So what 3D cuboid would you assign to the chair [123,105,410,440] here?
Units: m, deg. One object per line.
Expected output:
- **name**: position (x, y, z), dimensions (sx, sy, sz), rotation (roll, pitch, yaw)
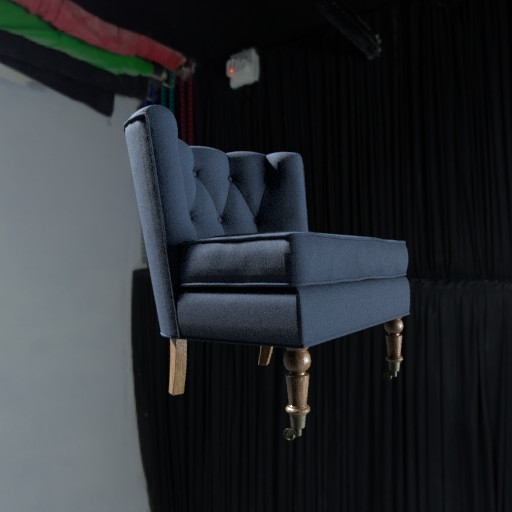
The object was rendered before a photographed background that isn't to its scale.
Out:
- **chair**: position (0.000, 0.000, 1.337), dimensions (0.718, 0.771, 0.740), rotation (0, 0, 37)
